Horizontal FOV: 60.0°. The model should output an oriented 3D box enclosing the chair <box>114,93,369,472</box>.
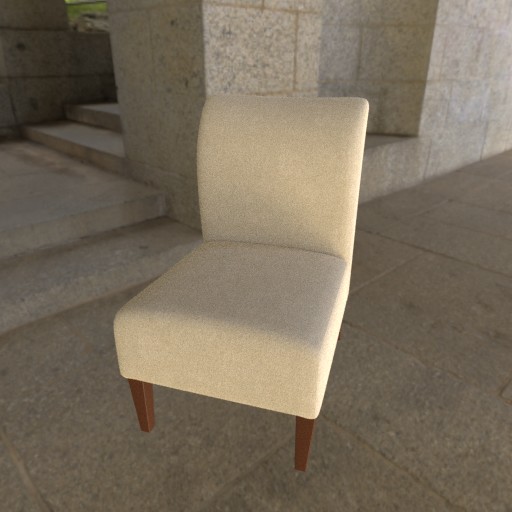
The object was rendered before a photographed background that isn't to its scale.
[{"bbox_3d":[0.000,0.000,1.299,0.521,0.833,0.754,7,26,15],"label":"chair"}]
